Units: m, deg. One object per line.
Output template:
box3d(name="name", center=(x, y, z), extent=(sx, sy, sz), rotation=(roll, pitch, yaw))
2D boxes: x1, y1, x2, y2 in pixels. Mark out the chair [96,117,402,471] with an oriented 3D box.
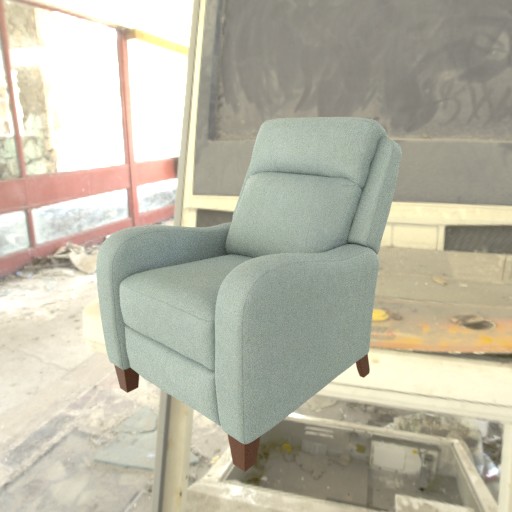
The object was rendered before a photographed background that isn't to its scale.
box3d(name="chair", center=(0.000, 0.000, 1.765), extent=(0.785, 1.067, 0.988), rotation=(14, 21, 39))
